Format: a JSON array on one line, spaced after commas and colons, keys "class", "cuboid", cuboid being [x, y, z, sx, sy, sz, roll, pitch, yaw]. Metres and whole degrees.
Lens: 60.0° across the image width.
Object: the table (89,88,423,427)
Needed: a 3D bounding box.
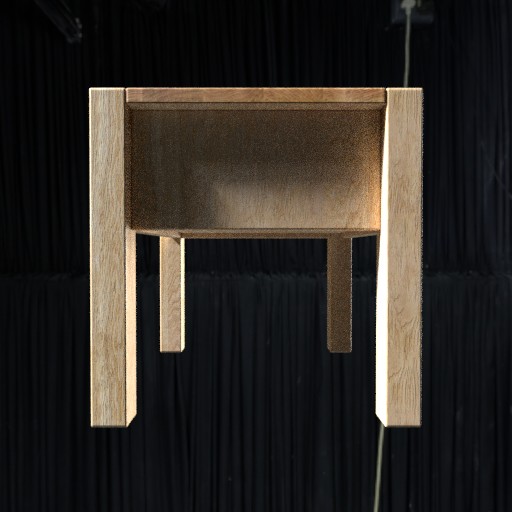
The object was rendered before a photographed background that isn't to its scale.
[{"class": "table", "cuboid": [0.000, 0.000, 0.825, 0.440, 0.450, 0.480, 0, 1, 0]}]
